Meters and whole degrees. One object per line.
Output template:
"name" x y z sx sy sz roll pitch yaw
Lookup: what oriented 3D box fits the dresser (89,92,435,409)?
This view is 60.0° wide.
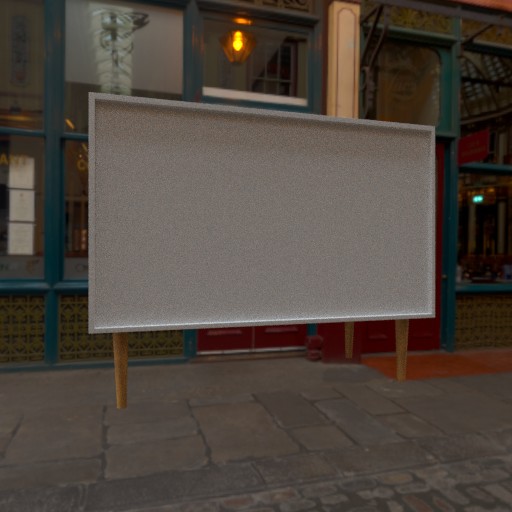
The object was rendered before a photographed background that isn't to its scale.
"dresser" 0.000 0.000 1.324 0.905 0.721 0.457 0 0 -17
